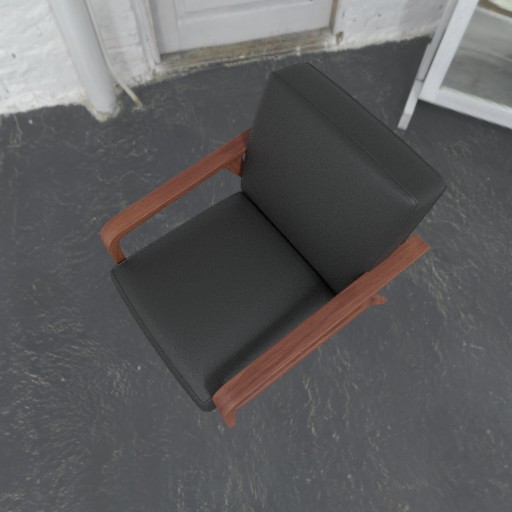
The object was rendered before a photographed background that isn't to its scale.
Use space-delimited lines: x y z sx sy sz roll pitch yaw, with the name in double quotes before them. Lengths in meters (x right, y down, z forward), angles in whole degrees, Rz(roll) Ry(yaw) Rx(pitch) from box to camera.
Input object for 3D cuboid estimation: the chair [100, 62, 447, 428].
"chair" 0.000 0.000 1.502 0.889 0.861 0.719 -35 69 -16
